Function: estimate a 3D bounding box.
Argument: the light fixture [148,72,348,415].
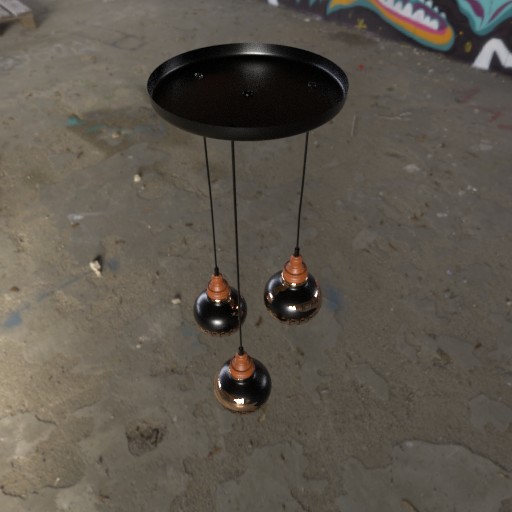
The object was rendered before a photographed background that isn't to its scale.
[{"bbox_3d":[0.000,0.000,1.739,0.605,1.410,0.608,-17,47,-16],"label":"light fixture"}]
